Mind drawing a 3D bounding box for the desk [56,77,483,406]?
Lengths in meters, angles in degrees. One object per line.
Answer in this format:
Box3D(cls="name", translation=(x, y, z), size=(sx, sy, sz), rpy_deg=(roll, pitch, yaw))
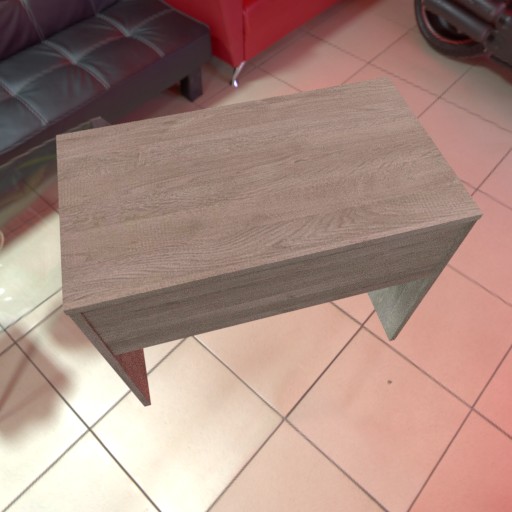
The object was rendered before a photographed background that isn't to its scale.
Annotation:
Box3D(cls="desk", translation=(0.000, 0.000, 1.337), size=(0.893, 0.724, 0.498), rpy_deg=(-13, 58, -8))
